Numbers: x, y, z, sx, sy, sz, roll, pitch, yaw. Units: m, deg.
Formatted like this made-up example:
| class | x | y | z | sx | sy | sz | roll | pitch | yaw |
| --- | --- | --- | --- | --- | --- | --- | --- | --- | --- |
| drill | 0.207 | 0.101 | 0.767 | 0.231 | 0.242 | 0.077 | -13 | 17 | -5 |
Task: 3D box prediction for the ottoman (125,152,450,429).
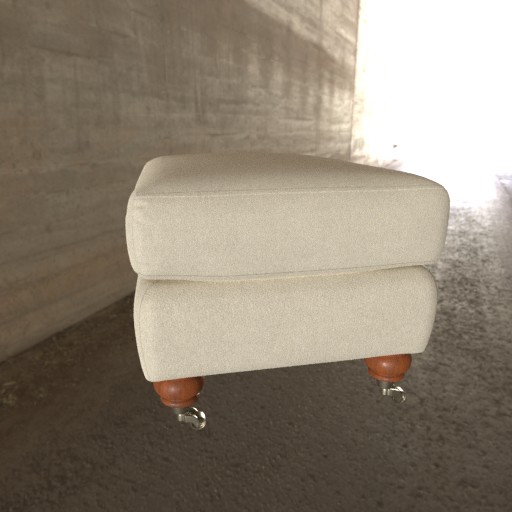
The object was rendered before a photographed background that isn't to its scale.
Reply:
| class | x | y | z | sx | sy | sz | roll | pitch | yaw |
| --- | --- | --- | --- | --- | --- | --- | --- | --- | --- |
| ottoman | 0.000 | 0.000 | 1.119 | 0.569 | 0.499 | 0.773 | -3 | 16 | -11 |
